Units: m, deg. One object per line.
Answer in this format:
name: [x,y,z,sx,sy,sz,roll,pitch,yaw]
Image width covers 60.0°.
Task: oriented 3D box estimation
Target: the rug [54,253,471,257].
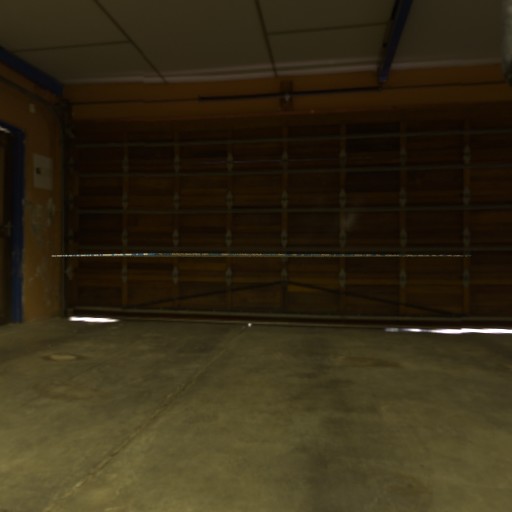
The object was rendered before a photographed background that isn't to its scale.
rug: [0.000,0.000,4.064,3.007,0.007,2.435,0,0,-35]
